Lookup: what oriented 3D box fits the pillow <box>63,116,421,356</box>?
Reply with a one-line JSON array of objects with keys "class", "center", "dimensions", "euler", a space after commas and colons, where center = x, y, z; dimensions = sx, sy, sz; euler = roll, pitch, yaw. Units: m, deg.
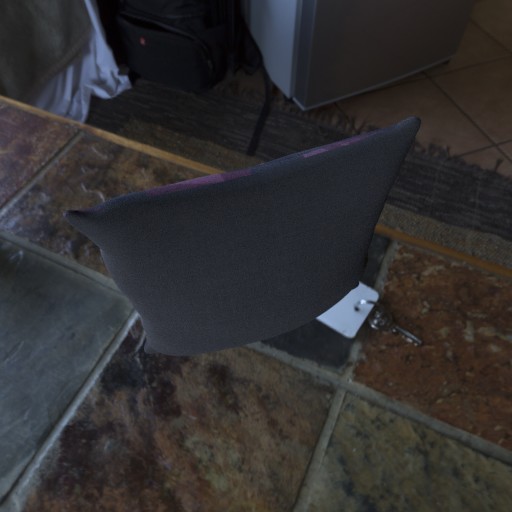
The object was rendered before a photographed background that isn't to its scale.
[{"class": "pillow", "center": [0.000, 0.000, 0.783], "dimensions": [0.503, 0.496, 0.208], "euler": [-16, 59, -10]}]
